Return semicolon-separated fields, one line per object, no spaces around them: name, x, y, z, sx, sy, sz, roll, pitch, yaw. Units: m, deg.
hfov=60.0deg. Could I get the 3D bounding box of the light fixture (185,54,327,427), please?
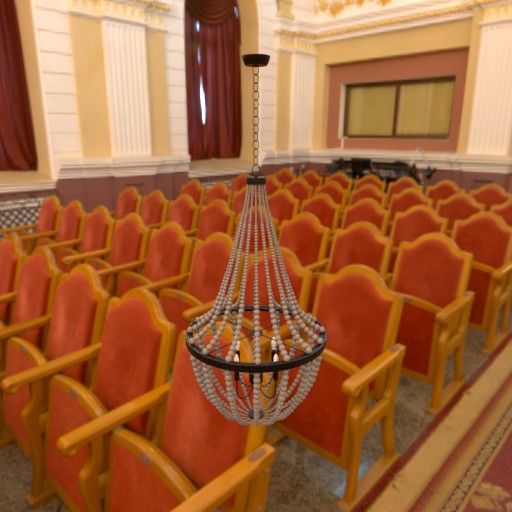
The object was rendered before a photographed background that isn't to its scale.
light fixture;0.000;0.000;1.361;0.450;1.133;0.450;0;15;0
